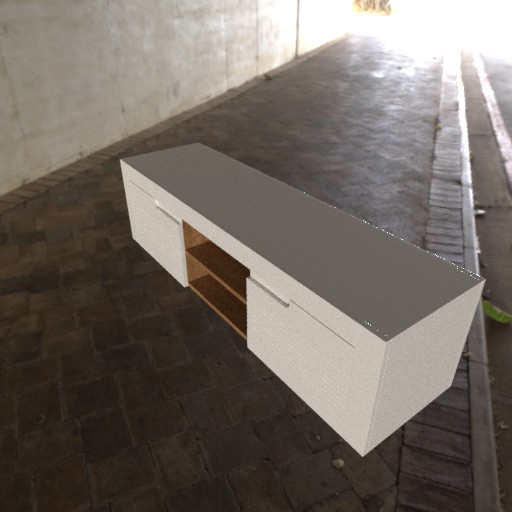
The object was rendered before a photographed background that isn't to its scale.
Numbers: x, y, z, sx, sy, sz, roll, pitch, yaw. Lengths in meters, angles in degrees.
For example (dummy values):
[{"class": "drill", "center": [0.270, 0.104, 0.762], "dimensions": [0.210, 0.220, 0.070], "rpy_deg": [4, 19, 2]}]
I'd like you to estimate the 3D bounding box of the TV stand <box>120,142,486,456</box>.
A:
[{"class": "TV stand", "center": [0.000, 0.000, 1.705], "dimensions": [0.410, 0.440, 1.500], "rpy_deg": [-21, 37, -31]}]
